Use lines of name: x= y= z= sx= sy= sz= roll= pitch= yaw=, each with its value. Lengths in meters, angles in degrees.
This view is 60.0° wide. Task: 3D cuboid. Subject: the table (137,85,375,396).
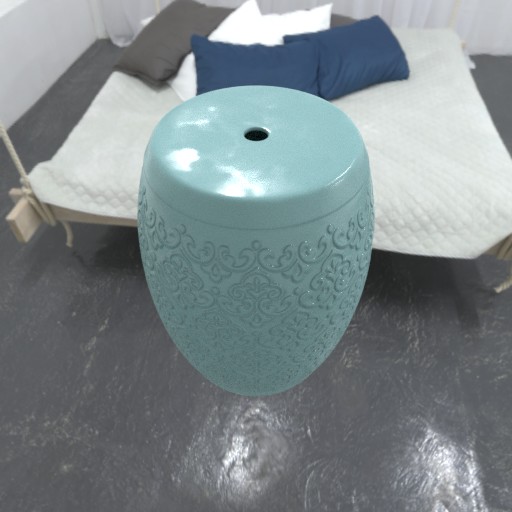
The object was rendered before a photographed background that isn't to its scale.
table: x=0.000 y=0.000 z=0.630 sx=0.309 sy=0.397 sz=0.309 roll=0 pitch=47 yaw=0
